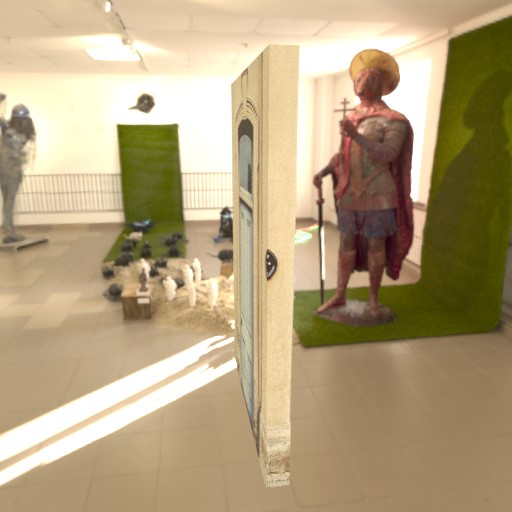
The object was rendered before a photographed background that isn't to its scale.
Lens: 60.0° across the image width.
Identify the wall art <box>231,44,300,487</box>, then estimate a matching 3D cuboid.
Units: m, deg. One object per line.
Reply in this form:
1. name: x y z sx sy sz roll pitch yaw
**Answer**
1. wall art: 0.000 0.000 0.777 0.036 0.607 0.403 -2 15 -9
